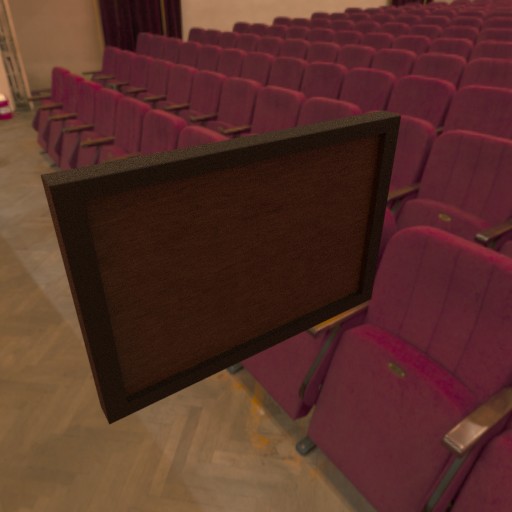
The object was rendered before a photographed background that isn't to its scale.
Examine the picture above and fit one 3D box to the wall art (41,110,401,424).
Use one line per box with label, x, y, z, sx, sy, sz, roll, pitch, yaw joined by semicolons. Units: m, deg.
wall art;0.000;0.000;0.859;0.671;0.456;0.051;-19;36;-29
